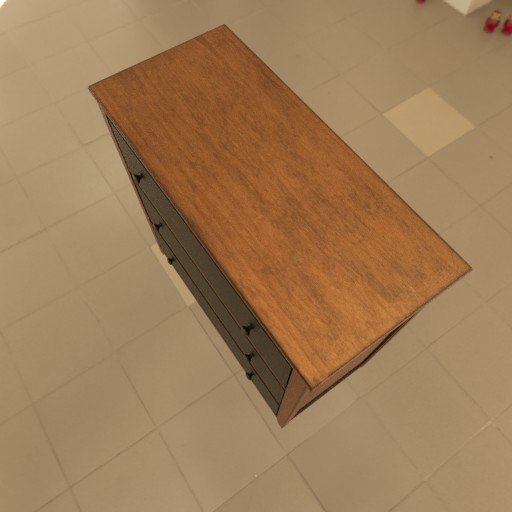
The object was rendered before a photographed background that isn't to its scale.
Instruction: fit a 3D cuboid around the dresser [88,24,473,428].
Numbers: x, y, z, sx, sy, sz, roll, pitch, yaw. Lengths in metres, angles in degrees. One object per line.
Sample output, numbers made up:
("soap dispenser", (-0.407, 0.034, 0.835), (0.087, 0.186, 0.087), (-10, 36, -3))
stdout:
("dresser", (0.000, 0.000, 1.921), (0.591, 1.224, 1.250), (-32, 68, -15))
